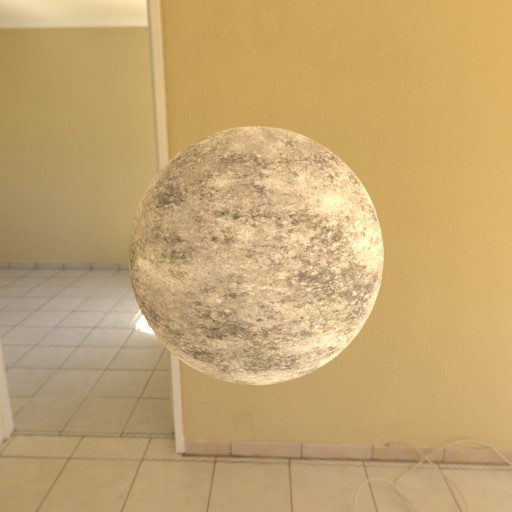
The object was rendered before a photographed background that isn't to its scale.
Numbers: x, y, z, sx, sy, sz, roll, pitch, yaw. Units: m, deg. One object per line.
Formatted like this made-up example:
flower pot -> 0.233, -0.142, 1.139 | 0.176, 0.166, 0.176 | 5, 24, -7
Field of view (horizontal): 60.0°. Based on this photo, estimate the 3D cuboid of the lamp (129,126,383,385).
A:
lamp -> 0.000, 0.000, 0.763 | 0.422, 0.429, 0.422 | 0, 15, 0
